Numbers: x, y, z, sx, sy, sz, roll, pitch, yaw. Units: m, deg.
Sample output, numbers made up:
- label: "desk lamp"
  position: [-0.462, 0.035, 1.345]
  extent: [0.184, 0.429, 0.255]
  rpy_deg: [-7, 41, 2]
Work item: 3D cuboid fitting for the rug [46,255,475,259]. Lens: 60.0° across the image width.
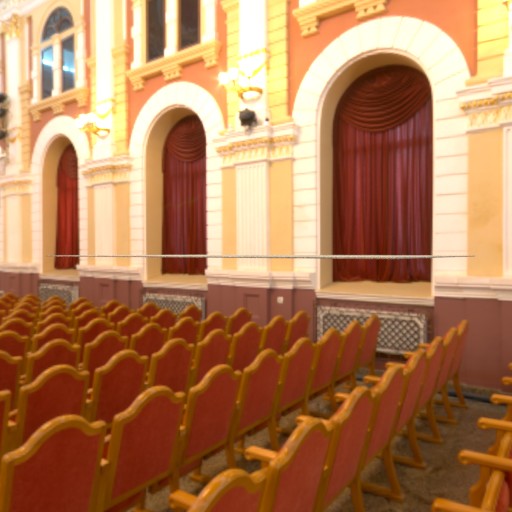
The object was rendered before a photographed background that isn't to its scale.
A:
- label: "rug"
  position: [0.000, 0.000, 2.832]
  extent: [2.283, 0.006, 1.521]
  rpy_deg: [0, 0, 36]
